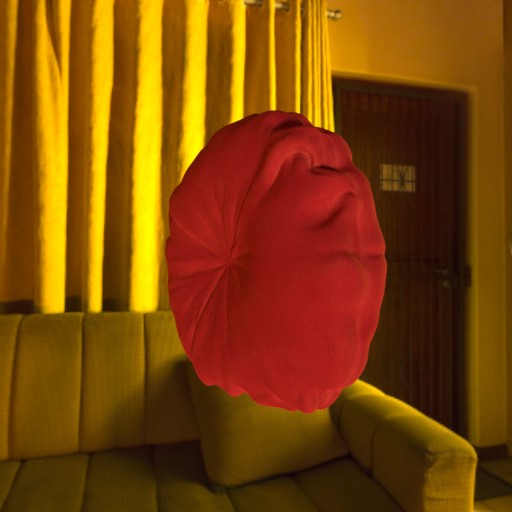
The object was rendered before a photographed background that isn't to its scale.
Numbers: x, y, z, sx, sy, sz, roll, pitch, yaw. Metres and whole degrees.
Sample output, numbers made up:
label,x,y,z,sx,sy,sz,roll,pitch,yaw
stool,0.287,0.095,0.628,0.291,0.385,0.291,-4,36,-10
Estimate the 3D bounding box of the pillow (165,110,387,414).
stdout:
label,x,y,z,sx,sy,sz,roll,pitch,yaw
pillow,0.000,0.000,0.645,0.148,0.407,0.428,0,-1,-37
